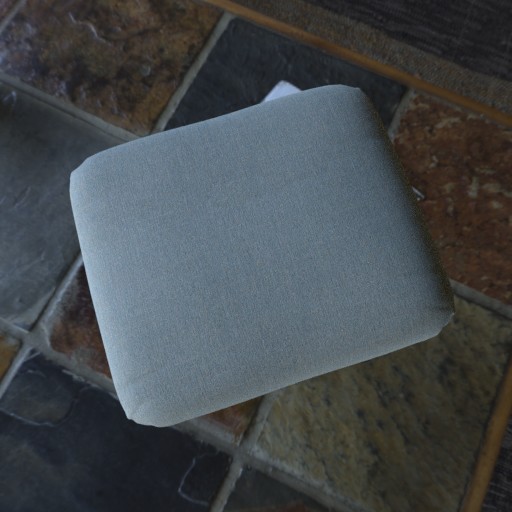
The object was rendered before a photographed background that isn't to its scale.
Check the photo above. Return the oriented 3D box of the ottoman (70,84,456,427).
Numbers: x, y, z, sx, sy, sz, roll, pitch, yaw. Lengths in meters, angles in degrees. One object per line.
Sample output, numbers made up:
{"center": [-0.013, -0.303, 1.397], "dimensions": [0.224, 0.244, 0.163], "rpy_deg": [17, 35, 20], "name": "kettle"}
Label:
{"center": [0.000, 0.000, 1.102], "dimensions": [0.747, 0.450, 0.622], "rpy_deg": [-17, 77, -4], "name": "ottoman"}
